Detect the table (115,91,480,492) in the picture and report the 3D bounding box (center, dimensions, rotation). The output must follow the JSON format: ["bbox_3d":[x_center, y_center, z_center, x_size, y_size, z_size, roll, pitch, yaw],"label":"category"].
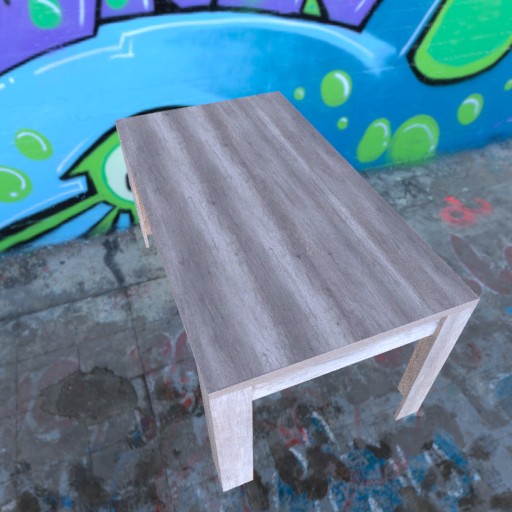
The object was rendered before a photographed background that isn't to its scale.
[{"bbox_3d":[0.000,0.000,2.090,0.900,0.775,1.600,-15,47,-15],"label":"table"}]
